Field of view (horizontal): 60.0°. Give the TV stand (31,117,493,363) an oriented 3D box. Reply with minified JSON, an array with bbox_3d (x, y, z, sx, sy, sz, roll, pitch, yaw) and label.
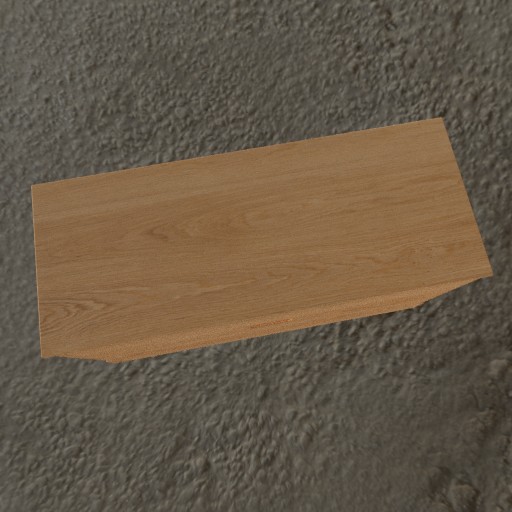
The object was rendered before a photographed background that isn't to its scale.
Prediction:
[{"bbox_3d":[0.000,0.000,1.359,1.080,0.550,0.440,-10,75,-3],"label":"TV stand"}]
